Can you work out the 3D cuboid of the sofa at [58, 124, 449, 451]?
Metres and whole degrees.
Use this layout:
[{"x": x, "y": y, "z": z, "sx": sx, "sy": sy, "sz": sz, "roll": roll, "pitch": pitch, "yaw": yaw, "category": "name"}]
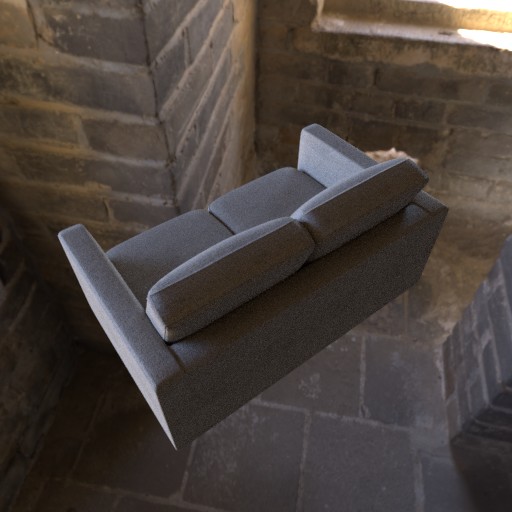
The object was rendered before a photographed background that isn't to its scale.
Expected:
[{"x": 0.000, "y": 0.000, "z": 2.195, "sx": 1.527, "sy": 0.973, "sz": 0.969, "roll": -29, "pitch": 54, "yaw": -24, "category": "sofa"}]
